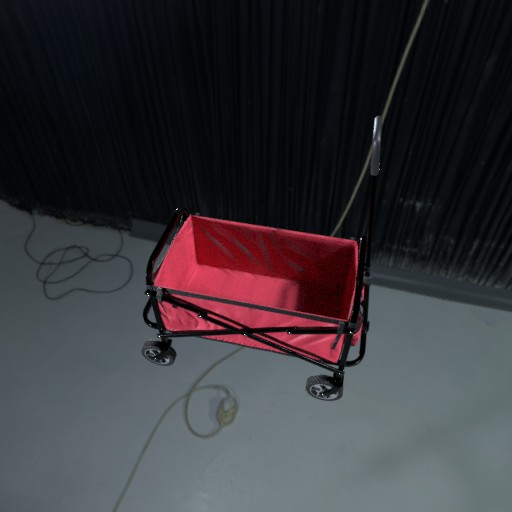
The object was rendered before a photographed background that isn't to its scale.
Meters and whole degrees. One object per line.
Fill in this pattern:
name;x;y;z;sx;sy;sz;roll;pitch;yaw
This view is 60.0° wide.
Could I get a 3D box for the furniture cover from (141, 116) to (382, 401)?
furniture cover;0.000;0.000;1.829;1.038;1.295;0.532;9;46;9
